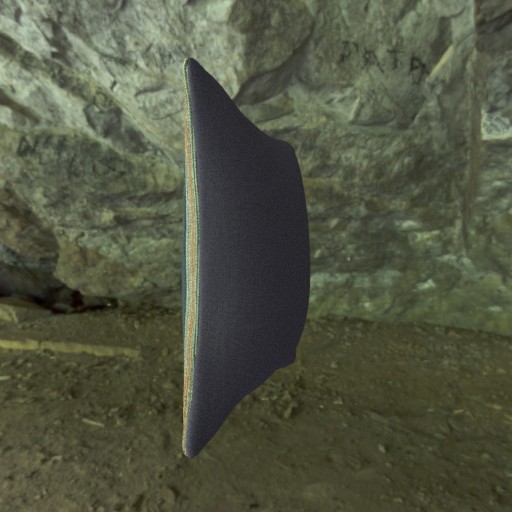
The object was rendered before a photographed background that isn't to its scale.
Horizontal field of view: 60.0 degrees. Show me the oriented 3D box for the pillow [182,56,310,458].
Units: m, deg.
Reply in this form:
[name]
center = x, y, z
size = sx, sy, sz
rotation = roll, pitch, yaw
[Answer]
[pillow]
center = 0.000, 0.000, 0.656
size = 0.136, 0.419, 0.437
rotation = 0, 1, 19
